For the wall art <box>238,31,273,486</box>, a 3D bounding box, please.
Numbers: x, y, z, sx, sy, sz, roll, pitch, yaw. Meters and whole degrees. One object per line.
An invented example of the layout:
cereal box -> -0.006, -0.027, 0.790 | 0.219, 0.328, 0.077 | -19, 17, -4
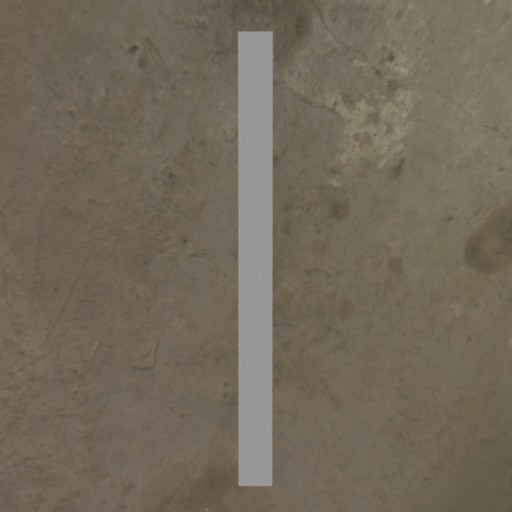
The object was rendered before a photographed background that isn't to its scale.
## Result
wall art -> 0.000, 0.000, 1.902 | 0.098, 1.291, 1.289 | 0, 91, 0
